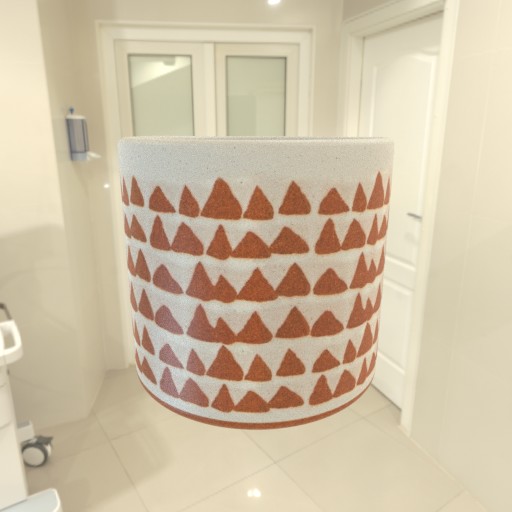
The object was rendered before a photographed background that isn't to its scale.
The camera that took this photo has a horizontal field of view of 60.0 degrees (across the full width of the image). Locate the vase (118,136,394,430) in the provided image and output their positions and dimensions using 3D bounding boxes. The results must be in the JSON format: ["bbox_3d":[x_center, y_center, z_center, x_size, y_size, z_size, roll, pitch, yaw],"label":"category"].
[{"bbox_3d":[0.000,0.000,0.245,0.137,0.127,0.137,0,16,0],"label":"vase"}]
